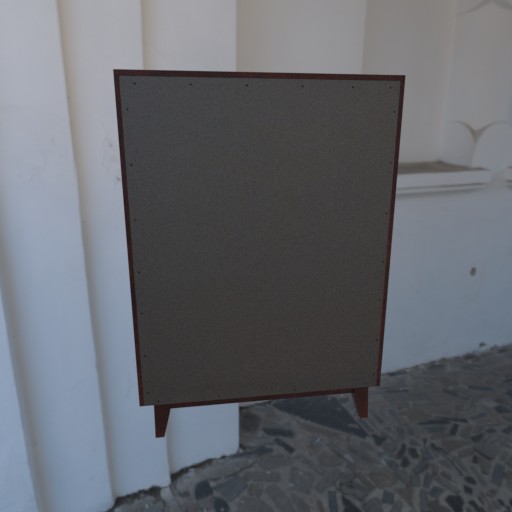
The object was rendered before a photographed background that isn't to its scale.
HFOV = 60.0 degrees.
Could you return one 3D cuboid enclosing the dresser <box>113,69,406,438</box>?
[{"bbox_3d":[0.000,0.000,2.044,1.072,1.514,0.506,-2,15,-8],"label":"dresser"}]
